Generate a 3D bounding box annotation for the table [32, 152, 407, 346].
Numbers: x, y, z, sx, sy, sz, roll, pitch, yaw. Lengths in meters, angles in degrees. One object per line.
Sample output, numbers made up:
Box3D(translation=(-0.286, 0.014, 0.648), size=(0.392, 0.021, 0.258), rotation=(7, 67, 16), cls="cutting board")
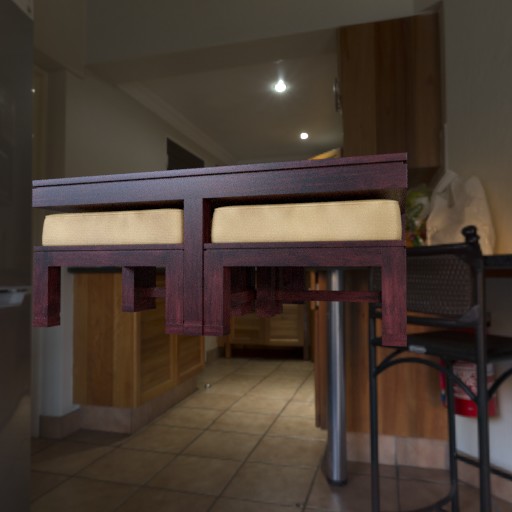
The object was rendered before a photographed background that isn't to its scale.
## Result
Box3D(translation=(0.000, 0.000, 1.354), size=(0.865, 0.356, 0.865), rotation=(0, -1, 18), cls="table")
